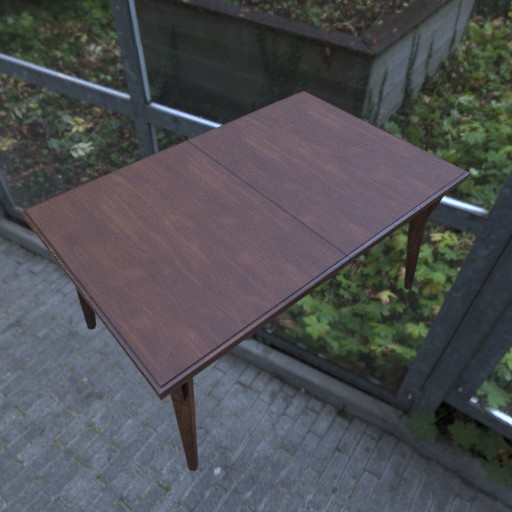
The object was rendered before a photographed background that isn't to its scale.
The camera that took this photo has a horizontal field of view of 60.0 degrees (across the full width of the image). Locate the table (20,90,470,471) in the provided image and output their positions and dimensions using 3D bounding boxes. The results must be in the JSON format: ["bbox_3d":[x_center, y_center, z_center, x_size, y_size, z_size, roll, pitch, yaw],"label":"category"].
[{"bbox_3d":[0.000,0.000,2.044,1.524,0.761,0.990,-32,54,-27],"label":"table"}]
